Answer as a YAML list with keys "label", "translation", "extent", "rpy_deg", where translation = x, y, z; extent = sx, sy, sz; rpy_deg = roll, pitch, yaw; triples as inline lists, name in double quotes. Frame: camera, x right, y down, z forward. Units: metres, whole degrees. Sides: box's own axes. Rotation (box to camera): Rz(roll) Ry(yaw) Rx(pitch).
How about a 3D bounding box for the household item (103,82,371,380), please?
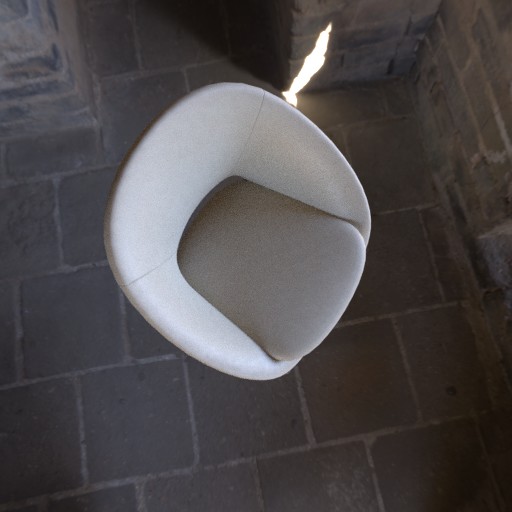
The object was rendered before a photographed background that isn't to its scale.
- label: "household item"
  translation: [0.000, 0.000, 1.253]
  extent: [0.573, 0.852, 0.623]
  rpy_deg: [32, 79, 7]
